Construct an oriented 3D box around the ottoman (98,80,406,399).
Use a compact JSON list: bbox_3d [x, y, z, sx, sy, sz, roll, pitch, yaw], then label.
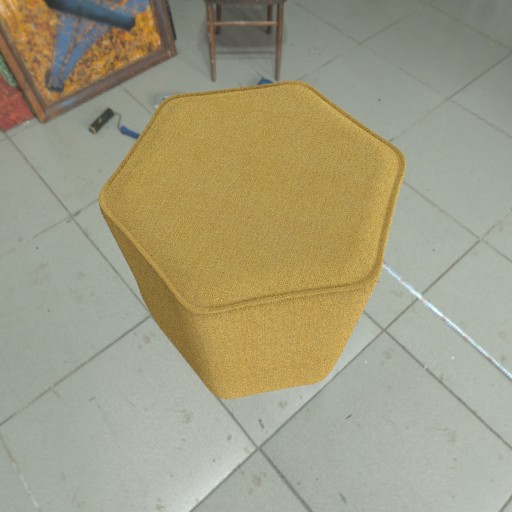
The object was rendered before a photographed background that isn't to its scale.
[{"bbox_3d":[0.000,0.000,0.896,0.443,0.502,0.494,17,60,10],"label":"ottoman"}]
